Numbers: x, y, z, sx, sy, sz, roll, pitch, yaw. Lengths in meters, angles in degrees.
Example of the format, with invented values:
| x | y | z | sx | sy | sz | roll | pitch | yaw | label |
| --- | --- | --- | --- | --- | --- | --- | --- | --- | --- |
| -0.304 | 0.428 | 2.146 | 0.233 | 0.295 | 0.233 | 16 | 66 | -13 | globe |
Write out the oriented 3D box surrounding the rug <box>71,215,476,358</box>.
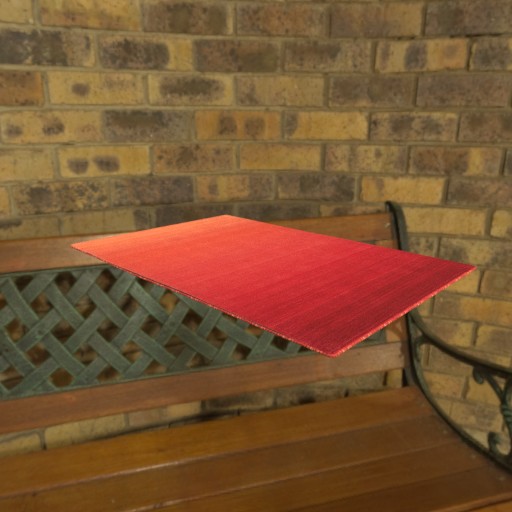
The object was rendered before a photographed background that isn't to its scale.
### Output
| x | y | z | sx | sy | sz | roll | pitch | yaw | label |
| --- | --- | --- | --- | --- | --- | --- | --- | --- | --- |
| 0.000 | 0.000 | 2.370 | 1.835 | 0.018 | 1.230 | 16 | 23 | 42 | rug |
